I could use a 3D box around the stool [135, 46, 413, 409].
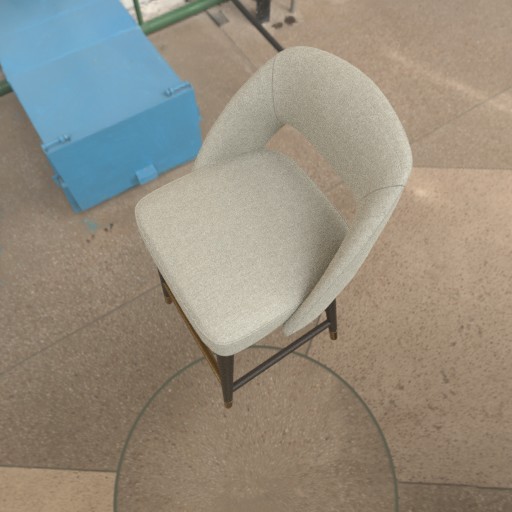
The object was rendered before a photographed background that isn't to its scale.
[{"bbox_3d":[0.000,0.000,1.183,0.509,0.940,0.494,-29,66,-14],"label":"stool"}]
